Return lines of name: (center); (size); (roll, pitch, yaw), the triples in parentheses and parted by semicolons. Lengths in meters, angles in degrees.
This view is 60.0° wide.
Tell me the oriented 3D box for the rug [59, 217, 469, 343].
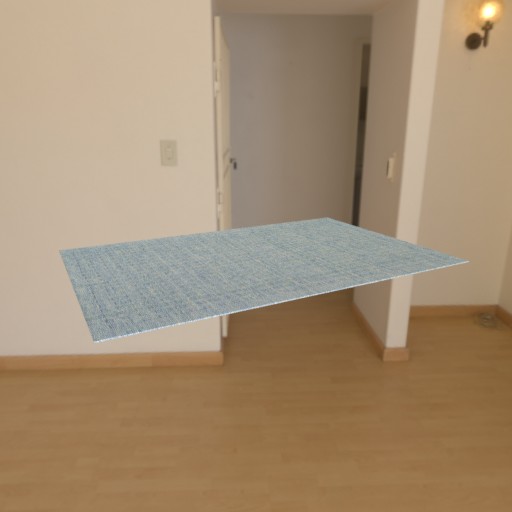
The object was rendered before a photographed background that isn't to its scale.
rug: (0.000, 0.000, 2.257); (1.752, 0.006, 1.142); (-9, 19, -27)
